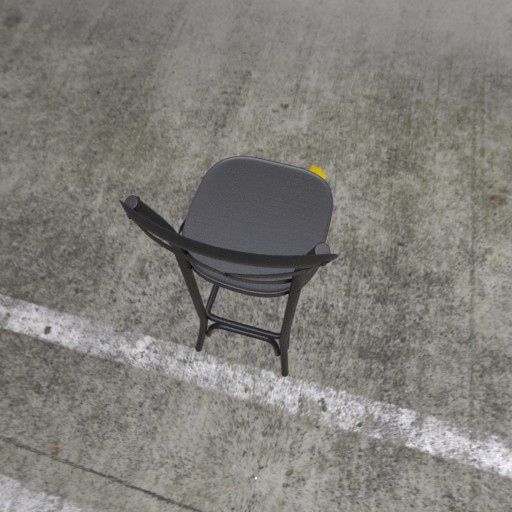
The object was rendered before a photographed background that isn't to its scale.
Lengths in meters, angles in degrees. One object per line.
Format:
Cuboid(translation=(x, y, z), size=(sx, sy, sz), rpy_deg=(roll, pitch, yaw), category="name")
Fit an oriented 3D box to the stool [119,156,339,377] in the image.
Cuboid(translation=(0.000, 0.000, 1.462), size=(0.457, 1.168, 0.584), rpy_deg=(14, 64, 7), category="stool")
